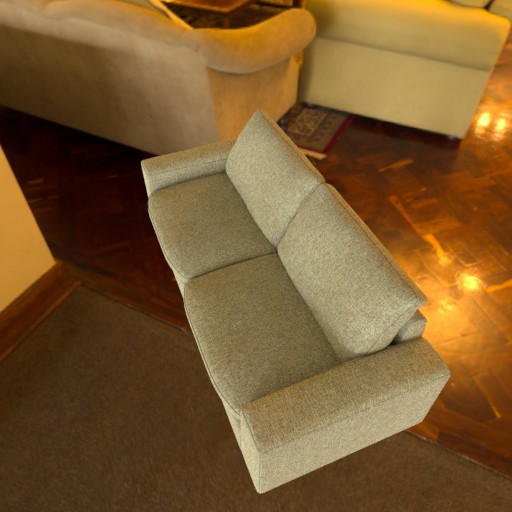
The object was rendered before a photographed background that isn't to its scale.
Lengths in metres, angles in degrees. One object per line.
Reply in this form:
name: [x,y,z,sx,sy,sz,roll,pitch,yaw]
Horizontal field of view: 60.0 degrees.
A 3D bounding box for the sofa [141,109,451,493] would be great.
sofa: [0.000,0.000,2.742,1.040,0.922,2.299,-16,48,-15]
